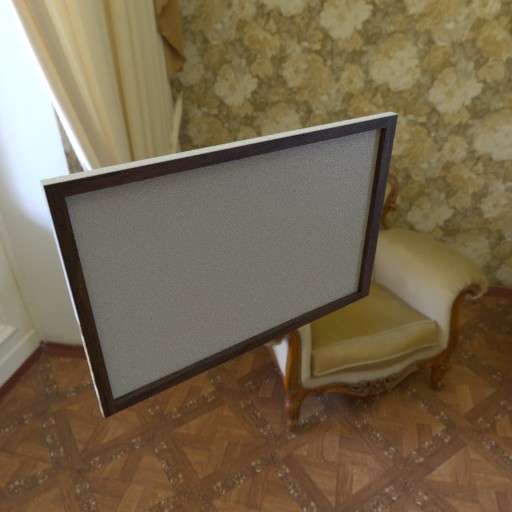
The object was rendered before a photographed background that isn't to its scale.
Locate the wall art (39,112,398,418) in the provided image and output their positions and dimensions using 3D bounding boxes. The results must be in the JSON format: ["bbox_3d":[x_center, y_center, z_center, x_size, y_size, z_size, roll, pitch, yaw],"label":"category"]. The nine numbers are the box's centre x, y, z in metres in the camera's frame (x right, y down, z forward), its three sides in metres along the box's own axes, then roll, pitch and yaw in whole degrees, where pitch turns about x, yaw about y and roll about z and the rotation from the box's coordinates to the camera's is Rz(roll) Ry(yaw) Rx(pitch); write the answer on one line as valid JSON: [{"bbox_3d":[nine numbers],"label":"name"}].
[{"bbox_3d":[0.000,0.000,1.925,1.520,1.016,0.051,-19,36,-28],"label":"wall art"}]
